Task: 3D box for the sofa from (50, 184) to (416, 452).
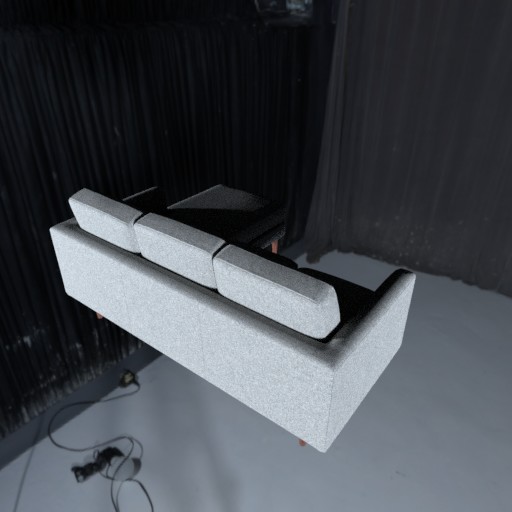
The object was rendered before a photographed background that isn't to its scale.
[{"bbox_3d":[0.000,0.000,2.952,2.055,0.957,1.667,21,37,32],"label":"sofa"}]
